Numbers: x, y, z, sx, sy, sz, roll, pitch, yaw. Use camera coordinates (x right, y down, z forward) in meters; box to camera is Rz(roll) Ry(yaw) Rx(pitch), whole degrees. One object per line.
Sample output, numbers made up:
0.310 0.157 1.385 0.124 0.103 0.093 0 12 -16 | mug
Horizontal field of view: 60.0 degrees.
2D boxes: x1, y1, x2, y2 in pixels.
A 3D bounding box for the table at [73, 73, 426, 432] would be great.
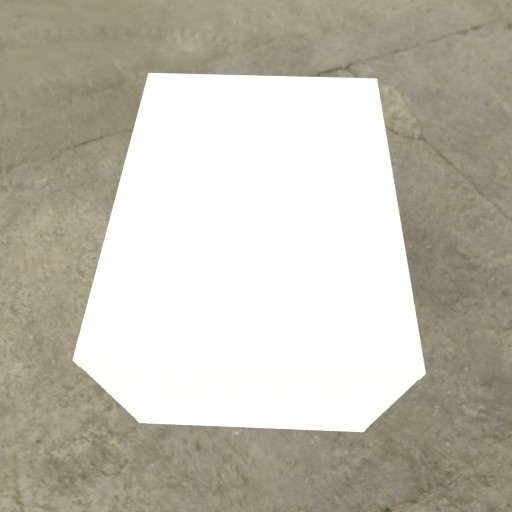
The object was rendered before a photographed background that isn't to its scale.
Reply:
0.000 0.000 0.785 0.399 0.357 0.517 2 58 1 | table
